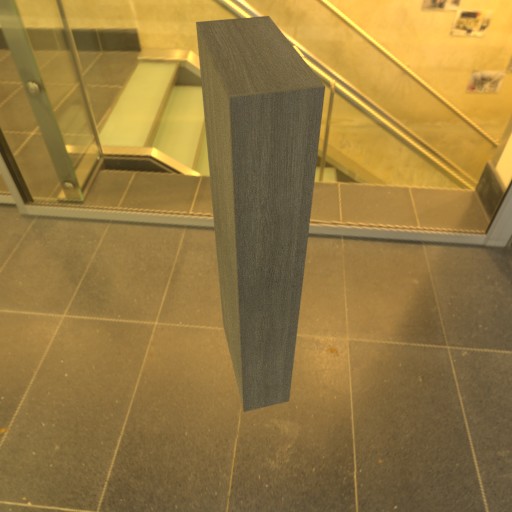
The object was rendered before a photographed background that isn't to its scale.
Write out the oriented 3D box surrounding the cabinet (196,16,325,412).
[{"bbox_3d":[0.000,0.000,1.806,0.255,1.630,0.520,-10,47,-10],"label":"cabinet"}]
